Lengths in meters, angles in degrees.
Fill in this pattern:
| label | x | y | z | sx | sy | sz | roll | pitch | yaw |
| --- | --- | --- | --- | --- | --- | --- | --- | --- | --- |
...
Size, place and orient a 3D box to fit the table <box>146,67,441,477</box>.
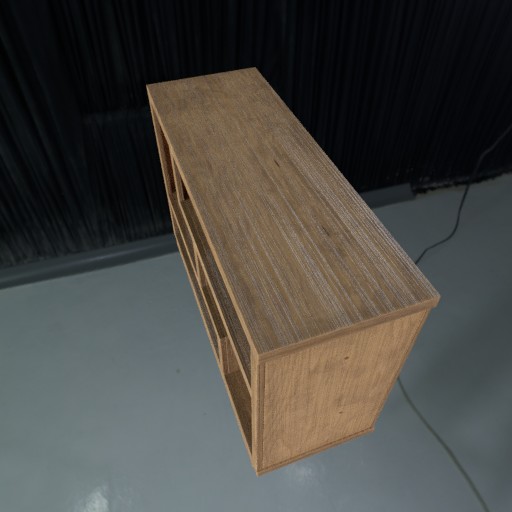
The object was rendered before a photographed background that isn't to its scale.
| label | x | y | z | sx | sy | sz | roll | pitch | yaw |
| --- | --- | --- | --- | --- | --- | --- | --- | --- | --- |
| table | 0.000 | 0.000 | 1.534 | 0.410 | 0.771 | 1.151 | -15 | 49 | -13 |
